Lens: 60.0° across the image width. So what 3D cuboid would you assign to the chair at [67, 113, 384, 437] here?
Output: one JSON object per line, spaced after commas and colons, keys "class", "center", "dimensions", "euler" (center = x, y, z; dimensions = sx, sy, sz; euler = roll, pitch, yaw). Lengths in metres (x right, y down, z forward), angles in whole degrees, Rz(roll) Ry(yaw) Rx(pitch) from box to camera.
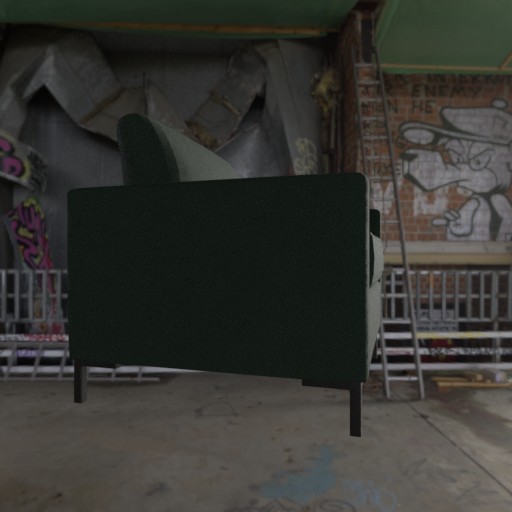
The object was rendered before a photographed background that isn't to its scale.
{"class": "chair", "center": [0.000, 0.000, 1.588], "dimensions": [0.866, 0.861, 0.963], "euler": [0, 0, 18]}
